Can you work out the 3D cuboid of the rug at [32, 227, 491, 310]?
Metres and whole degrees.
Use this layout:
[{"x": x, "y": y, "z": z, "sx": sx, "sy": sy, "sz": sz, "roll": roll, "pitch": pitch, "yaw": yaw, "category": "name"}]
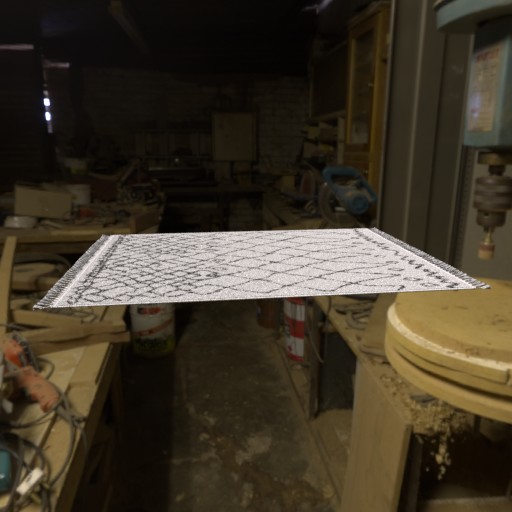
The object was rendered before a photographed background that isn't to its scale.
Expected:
[{"x": 0.000, "y": 0.000, "z": 2.983, "sx": 2.312, "sy": 0.017, "sz": 1.613, "roll": -2, "pitch": 15, "yaw": -7, "category": "rug"}]
